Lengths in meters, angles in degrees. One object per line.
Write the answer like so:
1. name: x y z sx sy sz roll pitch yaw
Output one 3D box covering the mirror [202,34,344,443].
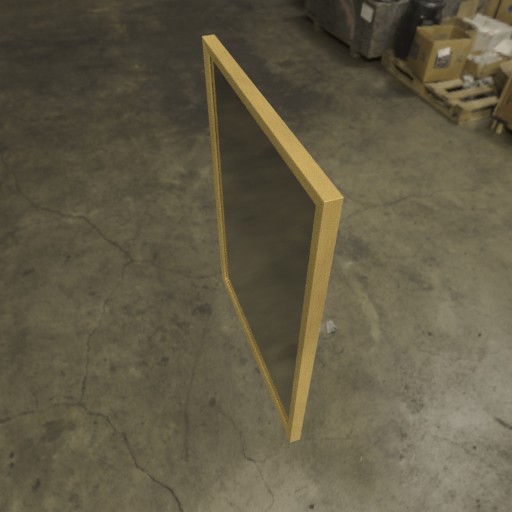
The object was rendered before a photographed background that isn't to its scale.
1. mirror: 0.000 0.000 1.344 0.040 1.016 0.762 -15 48 -14
